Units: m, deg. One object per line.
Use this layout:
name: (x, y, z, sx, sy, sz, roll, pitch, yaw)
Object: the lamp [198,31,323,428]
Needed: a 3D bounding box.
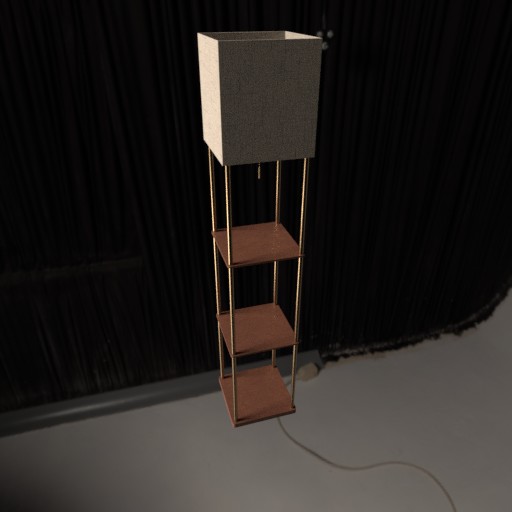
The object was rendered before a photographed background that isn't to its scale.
lamp: (0.000, 0.000, 1.757, 0.308, 1.569, 0.310, -9, 31, -14)
